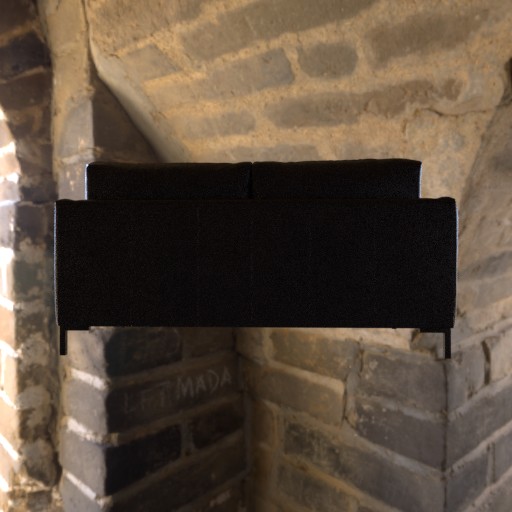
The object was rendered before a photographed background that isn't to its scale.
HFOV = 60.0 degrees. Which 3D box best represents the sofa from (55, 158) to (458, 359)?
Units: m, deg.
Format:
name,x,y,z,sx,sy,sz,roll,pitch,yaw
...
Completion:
name,x,y,z,sx,sy,sz,roll,pitch,yaw
sofa,0.000,0.000,2.352,1.805,0.883,0.947,0,-1,0
